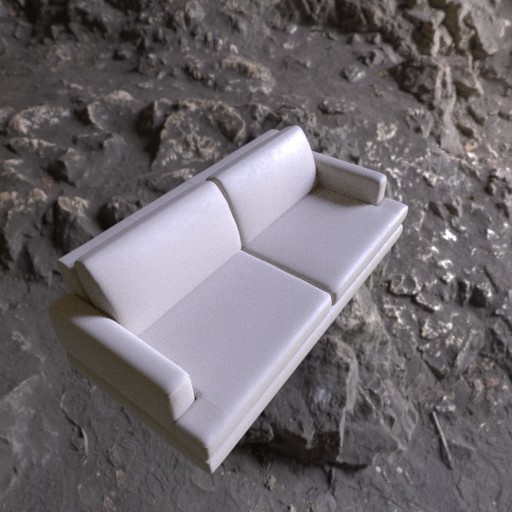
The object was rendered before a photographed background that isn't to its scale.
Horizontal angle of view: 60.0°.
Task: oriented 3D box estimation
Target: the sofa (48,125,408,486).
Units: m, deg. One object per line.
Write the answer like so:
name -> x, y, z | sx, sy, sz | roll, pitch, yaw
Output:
sofa -> 0.000, 0.000, 2.385 | 0.974, 0.765, 1.940 | 25, 47, 27
